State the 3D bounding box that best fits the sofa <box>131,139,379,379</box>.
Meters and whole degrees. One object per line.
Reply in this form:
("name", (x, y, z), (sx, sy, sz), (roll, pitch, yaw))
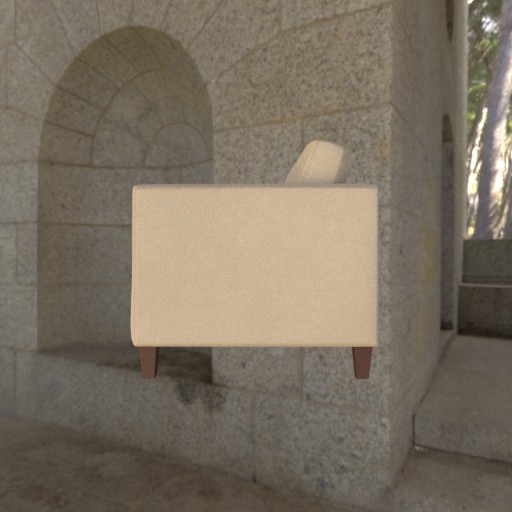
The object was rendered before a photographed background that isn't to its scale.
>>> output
("sofa", (0.000, 0.000, 2.706), (0.948, 0.932, 2.181), (0, 0, 0))
